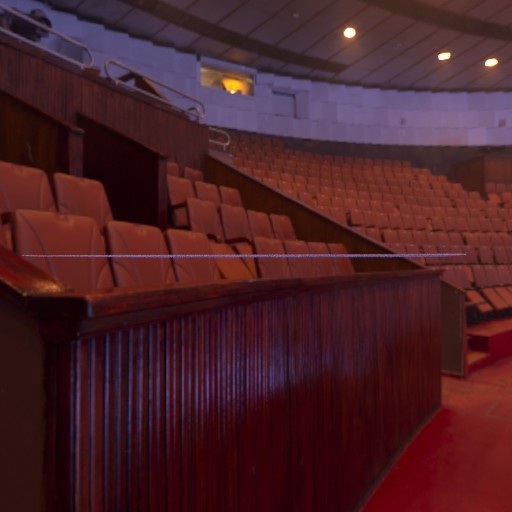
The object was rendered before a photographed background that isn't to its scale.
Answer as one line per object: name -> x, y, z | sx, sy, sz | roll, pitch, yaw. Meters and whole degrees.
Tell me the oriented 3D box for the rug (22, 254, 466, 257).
rug -> 0.000, 0.000, 2.279 | 1.813, 0.008, 1.223 | 0, 0, 18
